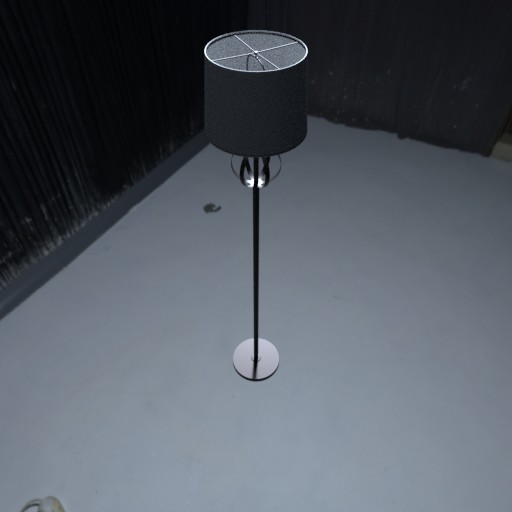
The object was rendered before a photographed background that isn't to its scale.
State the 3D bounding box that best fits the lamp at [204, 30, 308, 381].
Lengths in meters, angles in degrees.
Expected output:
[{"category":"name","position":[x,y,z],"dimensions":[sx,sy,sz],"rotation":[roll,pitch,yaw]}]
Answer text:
[{"category":"lamp","position":[0.000,0.000,1.612],"dimensions":[0.286,1.462,0.286],"rotation":[24,51,21]}]
